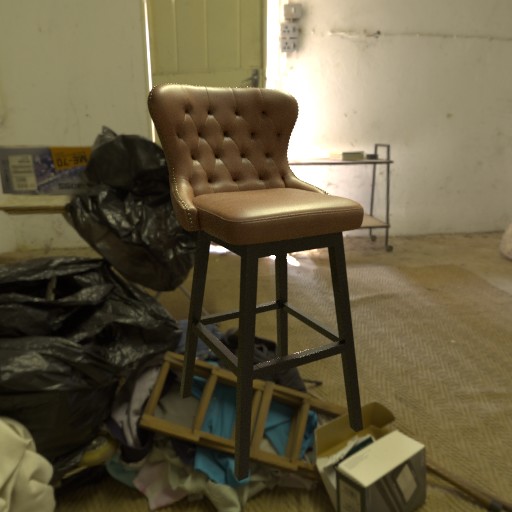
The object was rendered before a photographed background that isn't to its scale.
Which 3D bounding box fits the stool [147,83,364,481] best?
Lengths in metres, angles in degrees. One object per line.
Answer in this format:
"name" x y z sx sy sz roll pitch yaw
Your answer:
"stool" 0.000 0.000 1.402 0.528 1.050 0.601 -9 18 -28
